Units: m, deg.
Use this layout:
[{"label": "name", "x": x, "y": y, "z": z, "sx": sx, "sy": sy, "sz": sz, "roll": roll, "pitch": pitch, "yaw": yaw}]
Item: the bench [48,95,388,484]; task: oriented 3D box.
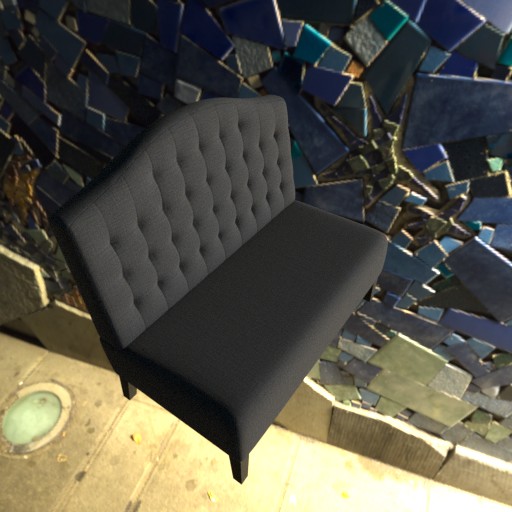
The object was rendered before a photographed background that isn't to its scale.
[{"label": "bench", "x": 0.000, "y": 0.000, "z": 1.998, "sx": 0.815, "sy": 1.180, "sz": 1.335, "roll": 25, "pitch": 47, "yaw": 26}]
